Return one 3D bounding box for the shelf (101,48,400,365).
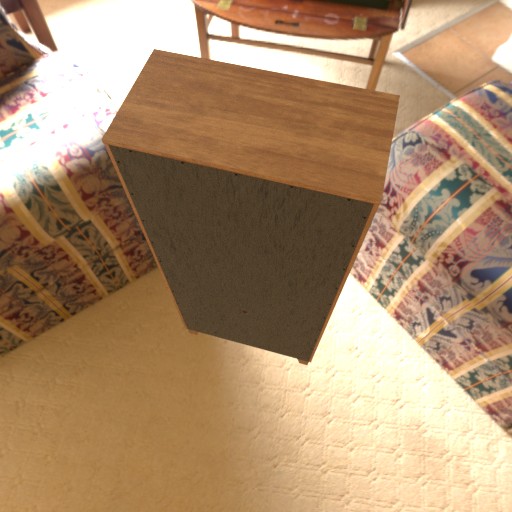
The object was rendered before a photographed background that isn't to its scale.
[{"bbox_3d":[0.000,0.000,2.267,0.864,1.930,0.453,14,63,7],"label":"shelf"}]
